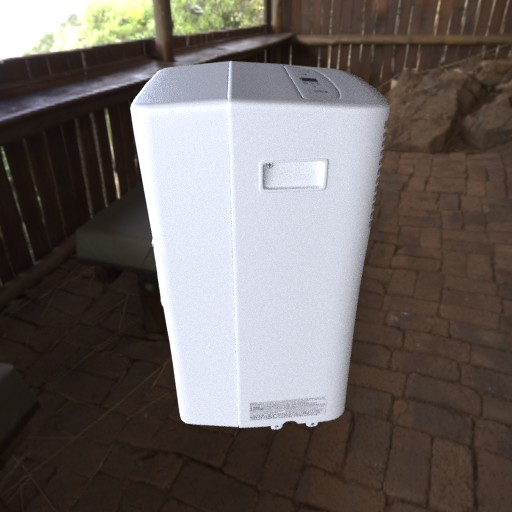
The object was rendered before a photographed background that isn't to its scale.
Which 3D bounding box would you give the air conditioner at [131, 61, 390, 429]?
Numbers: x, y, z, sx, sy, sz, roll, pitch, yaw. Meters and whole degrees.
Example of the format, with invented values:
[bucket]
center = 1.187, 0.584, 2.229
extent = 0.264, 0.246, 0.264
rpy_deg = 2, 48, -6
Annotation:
[air conditioner]
center = 0.000, 0.000, 0.794
extent = 0.349, 0.606, 0.304
rpy_deg = -1, 32, -2
